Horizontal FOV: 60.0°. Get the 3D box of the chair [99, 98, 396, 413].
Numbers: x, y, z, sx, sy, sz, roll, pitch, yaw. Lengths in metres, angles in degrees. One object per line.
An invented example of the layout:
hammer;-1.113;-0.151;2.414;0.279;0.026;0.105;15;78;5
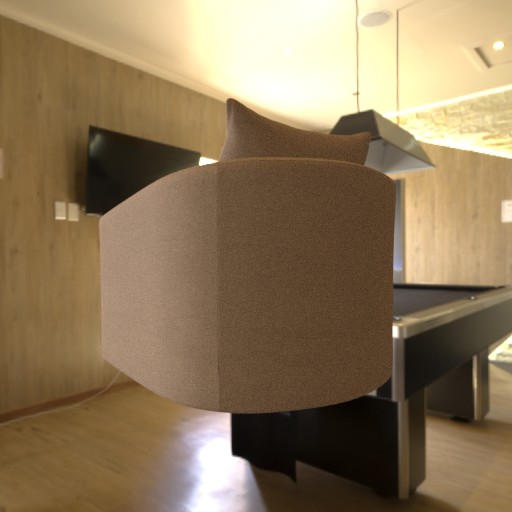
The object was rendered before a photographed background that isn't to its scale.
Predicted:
chair;0.000;0.000;1.555;0.845;0.848;0.910;0;1;-35
